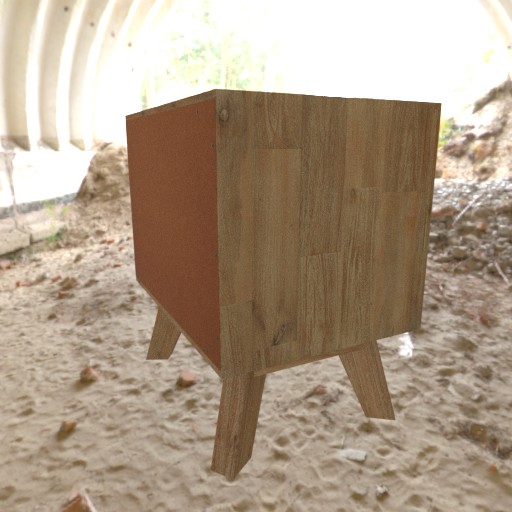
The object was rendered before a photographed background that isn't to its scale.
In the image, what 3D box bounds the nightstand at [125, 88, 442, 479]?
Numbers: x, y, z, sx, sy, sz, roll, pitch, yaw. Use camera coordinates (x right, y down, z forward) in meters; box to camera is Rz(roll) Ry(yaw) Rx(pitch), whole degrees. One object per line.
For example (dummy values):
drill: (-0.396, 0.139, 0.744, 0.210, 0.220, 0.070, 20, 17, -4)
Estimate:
nightstand: (0.000, 0.000, 0.940, 0.396, 0.589, 0.552, -7, 15, -26)
